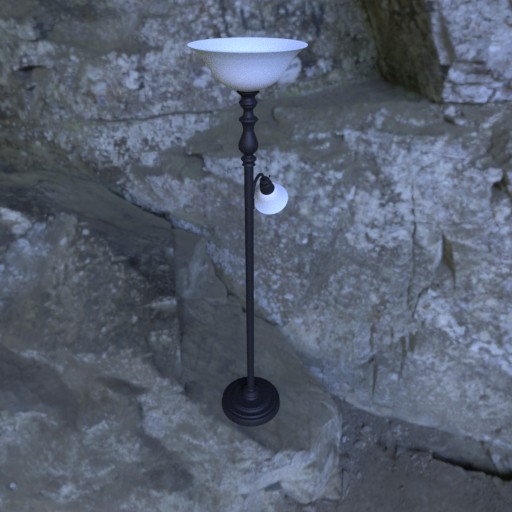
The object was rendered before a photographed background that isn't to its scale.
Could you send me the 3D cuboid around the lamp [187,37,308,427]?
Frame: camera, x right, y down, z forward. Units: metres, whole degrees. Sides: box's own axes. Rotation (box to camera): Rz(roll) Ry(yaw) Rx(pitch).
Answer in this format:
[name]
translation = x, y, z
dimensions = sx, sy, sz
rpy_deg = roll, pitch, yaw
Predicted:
[lamp]
translation = 0.000, 0.000, 2.043
dimensions = 0.405, 1.793, 0.588
rpy_deg = 10, 33, 15
